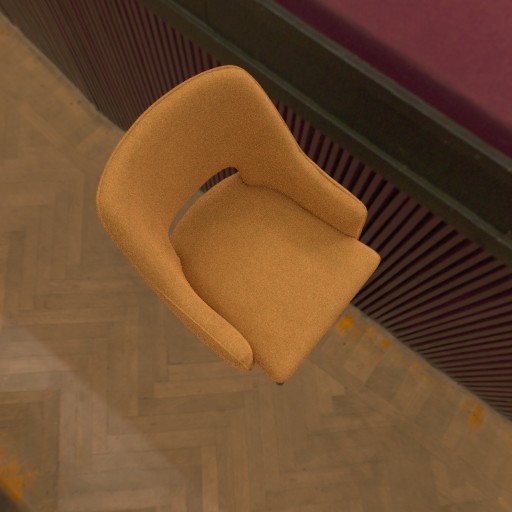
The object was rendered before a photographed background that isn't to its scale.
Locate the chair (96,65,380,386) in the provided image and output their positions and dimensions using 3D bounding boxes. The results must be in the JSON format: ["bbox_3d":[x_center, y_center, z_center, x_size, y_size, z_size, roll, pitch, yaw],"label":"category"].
[{"bbox_3d":[0.000,0.000,1.253,0.605,0.849,0.548,39,78,10],"label":"chair"}]
